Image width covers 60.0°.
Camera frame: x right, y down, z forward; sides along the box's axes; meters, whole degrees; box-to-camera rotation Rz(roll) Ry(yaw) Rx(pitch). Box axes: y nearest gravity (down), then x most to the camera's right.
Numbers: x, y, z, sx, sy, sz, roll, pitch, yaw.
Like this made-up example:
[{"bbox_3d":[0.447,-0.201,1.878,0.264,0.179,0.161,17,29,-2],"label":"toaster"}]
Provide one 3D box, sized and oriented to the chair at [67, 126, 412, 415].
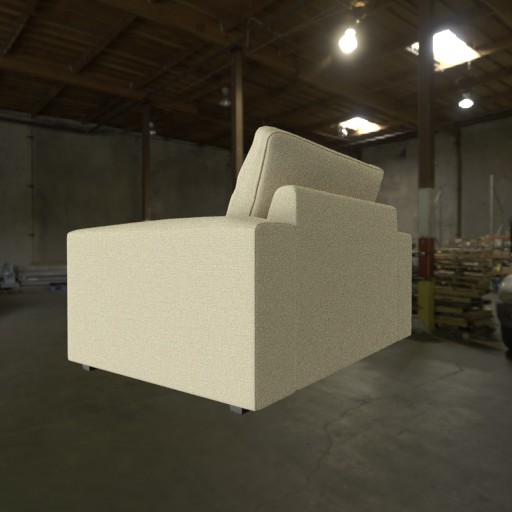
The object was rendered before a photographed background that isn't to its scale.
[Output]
[{"bbox_3d":[0.000,0.000,2.107,1.039,0.915,1.398,1,1,37],"label":"chair"}]
